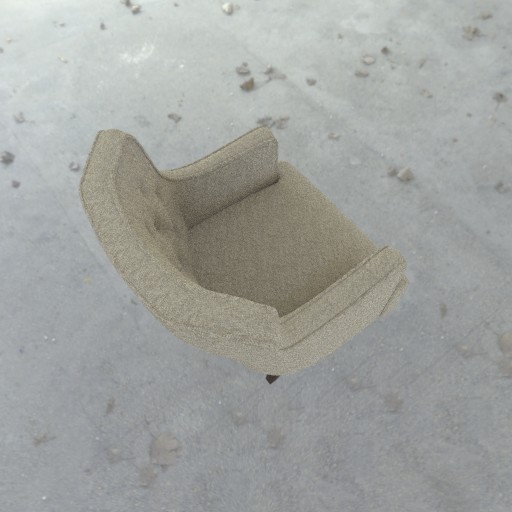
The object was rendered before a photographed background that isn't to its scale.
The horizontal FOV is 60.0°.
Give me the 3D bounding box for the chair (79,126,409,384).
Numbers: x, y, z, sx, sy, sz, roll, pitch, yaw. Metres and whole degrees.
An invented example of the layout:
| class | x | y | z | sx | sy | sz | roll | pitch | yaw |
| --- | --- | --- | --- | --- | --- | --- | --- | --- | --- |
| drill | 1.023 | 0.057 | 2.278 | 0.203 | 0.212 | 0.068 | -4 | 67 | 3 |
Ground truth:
| class | x | y | z | sx | sy | sz | roll | pitch | yaw |
| --- | --- | --- | --- | --- | --- | --- | --- | --- | --- |
| chair | 0.000 | 0.000 | 1.638 | 0.910 | 0.920 | 0.820 | -32 | 64 | -18 |
